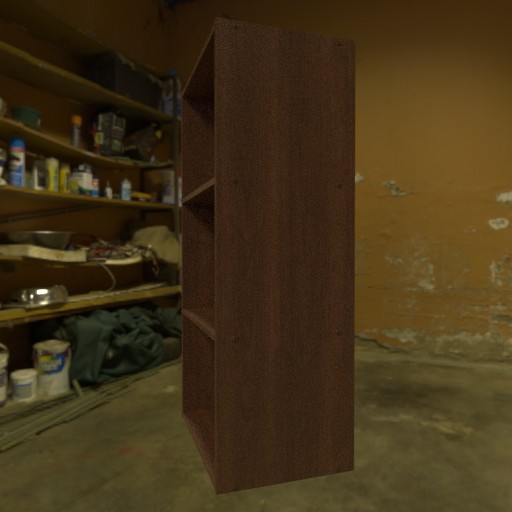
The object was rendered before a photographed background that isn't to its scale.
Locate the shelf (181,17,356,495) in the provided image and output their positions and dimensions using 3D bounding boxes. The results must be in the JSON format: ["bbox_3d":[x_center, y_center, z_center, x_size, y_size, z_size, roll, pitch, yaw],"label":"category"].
[{"bbox_3d":[0.000,0.000,1.056,0.290,0.879,0.414,0,1,-18],"label":"shelf"}]
